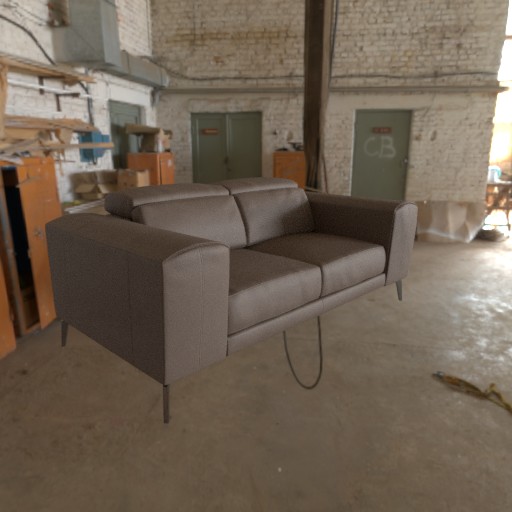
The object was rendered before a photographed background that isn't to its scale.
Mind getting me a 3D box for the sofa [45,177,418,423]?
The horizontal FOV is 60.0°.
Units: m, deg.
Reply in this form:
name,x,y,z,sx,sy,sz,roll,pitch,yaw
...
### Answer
name,x,y,z,sx,sy,sz,roll,pitch,yaw
sofa,0.000,0.000,2.465,1.003,0.779,1.895,14,20,43
